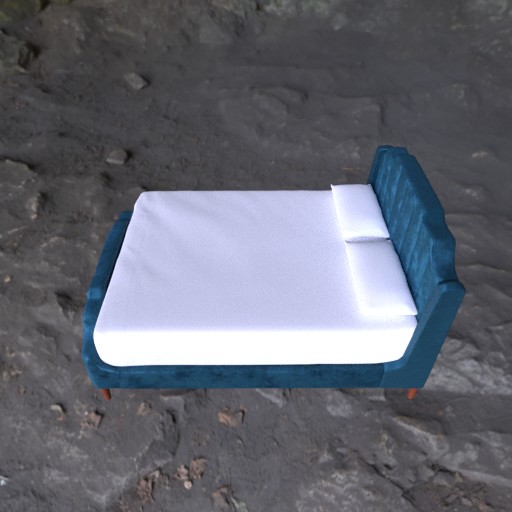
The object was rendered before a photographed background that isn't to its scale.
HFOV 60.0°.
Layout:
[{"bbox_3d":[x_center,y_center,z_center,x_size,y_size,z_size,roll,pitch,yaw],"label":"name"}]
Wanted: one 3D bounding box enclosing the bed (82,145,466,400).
[{"bbox_3d":[0.000,0.000,3.355,2.322,1.338,1.678,0,42,0],"label":"bed"}]
